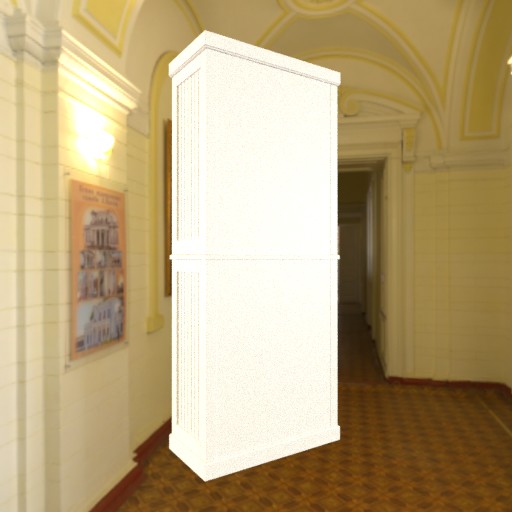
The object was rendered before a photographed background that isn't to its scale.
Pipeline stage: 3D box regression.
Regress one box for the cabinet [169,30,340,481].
[{"bbox_3d":[0.000,0.000,2.164,0.754,1.829,0.390,0,0,-34],"label":"cabinet"}]
